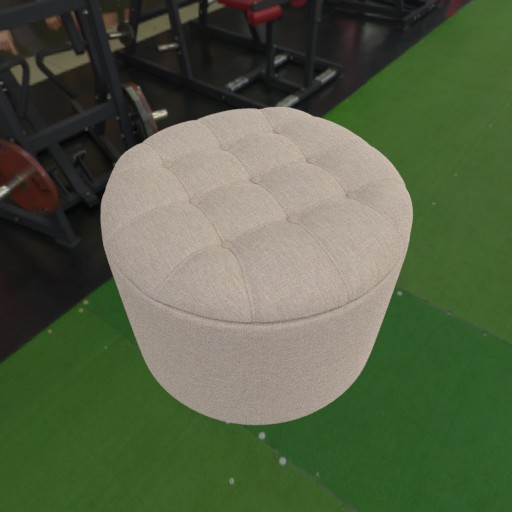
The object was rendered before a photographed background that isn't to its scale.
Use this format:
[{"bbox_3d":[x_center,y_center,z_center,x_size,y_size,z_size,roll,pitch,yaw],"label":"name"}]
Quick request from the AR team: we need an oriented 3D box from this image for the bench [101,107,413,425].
[{"bbox_3d":[0.000,0.000,0.989,0.600,0.454,0.600,0,47,0],"label":"bench"}]
